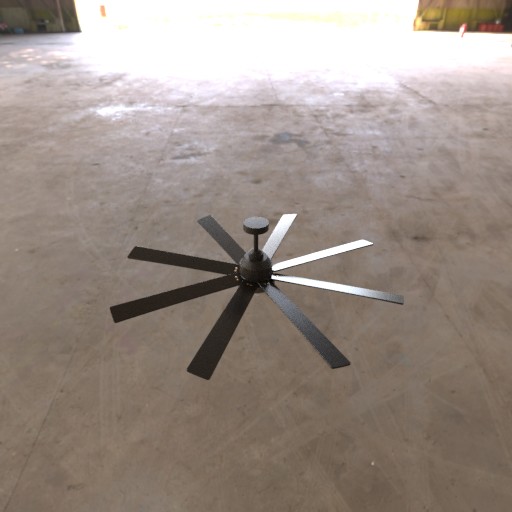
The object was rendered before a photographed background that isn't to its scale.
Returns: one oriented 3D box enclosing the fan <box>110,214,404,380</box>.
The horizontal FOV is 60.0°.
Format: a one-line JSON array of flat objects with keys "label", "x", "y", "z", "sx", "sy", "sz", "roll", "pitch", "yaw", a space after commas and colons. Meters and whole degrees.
[{"label": "fan", "x": 0.000, "y": 0.000, "z": 2.784, "sx": 1.830, "sy": 0.472, "sz": 1.830, "roll": 9, "pitch": 32, "yaw": 15}]
